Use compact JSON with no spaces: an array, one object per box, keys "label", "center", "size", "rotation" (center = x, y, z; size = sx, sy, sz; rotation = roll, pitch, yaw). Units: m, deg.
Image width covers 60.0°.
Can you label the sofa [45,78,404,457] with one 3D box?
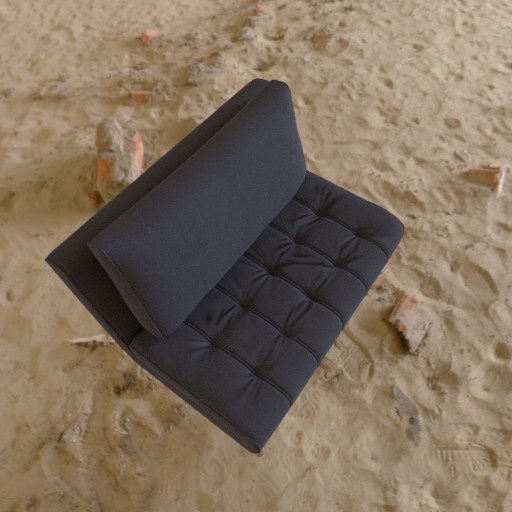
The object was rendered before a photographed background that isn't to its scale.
[{"label":"sofa","center":[0.000,0.000,1.888],"size":[0.910,0.910,1.220],"rotation":[31,62,19]}]
